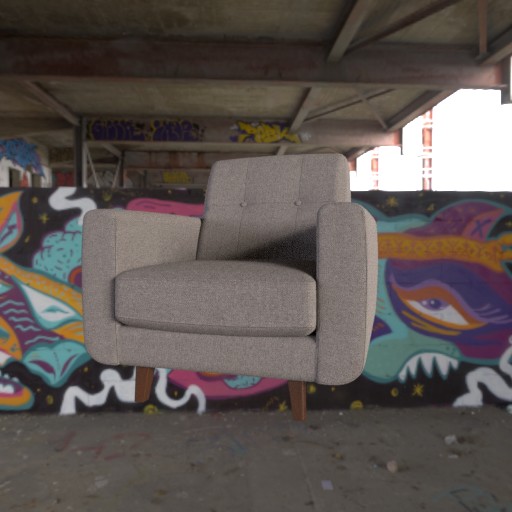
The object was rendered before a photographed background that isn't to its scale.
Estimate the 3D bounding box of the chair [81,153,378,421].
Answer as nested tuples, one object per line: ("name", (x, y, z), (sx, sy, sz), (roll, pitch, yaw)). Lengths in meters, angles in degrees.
("chair", (0.000, 0.000, 1.597), (0.831, 0.839, 0.907), (0, 1, 17))
